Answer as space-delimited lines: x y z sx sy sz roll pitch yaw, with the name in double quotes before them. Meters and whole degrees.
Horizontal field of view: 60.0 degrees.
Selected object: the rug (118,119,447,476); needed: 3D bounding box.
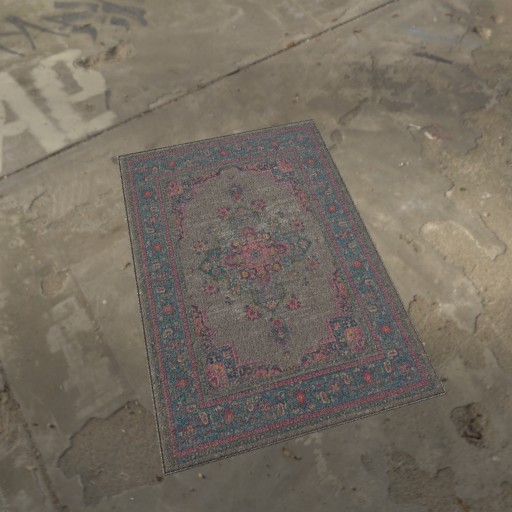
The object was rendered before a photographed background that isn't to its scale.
"rug" 0.000 0.000 3.703 2.005 0.013 2.890 -13 59 -8
